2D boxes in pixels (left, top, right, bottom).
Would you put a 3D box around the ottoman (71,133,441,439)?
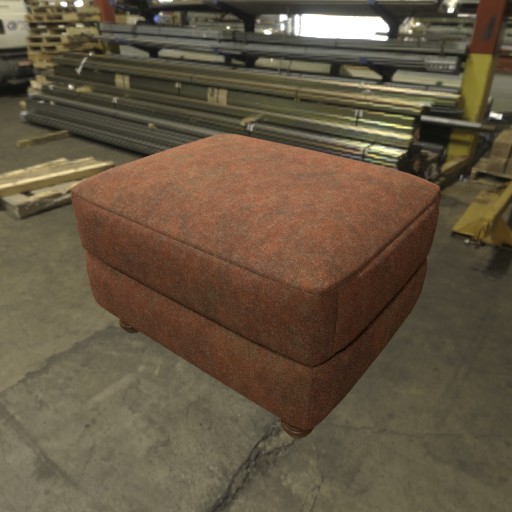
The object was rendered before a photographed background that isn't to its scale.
[{"bbox_3d":[0.000,0.000,1.182,0.787,0.508,0.635,22,37,32],"label":"ottoman"}]
